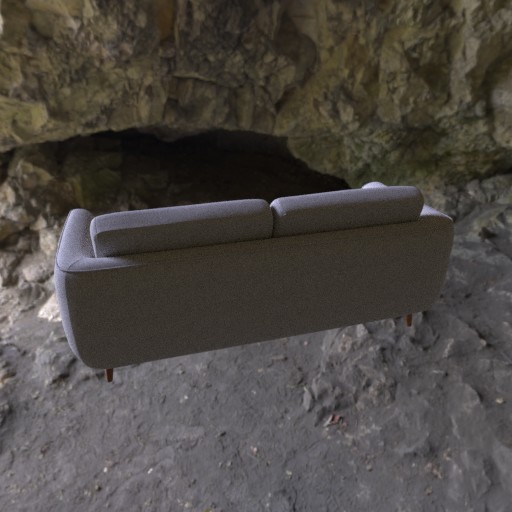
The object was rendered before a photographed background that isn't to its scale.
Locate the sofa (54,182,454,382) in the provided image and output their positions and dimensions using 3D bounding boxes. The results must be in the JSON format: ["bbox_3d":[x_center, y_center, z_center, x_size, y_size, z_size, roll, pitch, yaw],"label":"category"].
[{"bbox_3d":[0.000,0.000,2.479,2.000,0.850,0.920,-7,27,-15],"label":"sofa"}]
